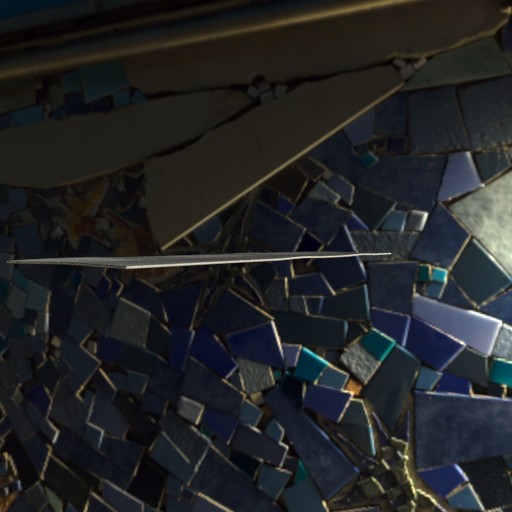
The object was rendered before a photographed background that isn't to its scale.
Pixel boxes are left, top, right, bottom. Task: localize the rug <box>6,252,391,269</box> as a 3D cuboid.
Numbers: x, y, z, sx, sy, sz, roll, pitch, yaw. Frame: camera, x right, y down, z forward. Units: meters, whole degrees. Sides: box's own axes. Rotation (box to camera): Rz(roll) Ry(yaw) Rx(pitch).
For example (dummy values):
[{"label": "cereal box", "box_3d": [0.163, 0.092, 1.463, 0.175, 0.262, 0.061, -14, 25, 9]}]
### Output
[{"label": "rug", "box_3d": [0.000, 0.000, 2.577, 0.762, 0.013, 2.439, 1, 2, 36]}]
